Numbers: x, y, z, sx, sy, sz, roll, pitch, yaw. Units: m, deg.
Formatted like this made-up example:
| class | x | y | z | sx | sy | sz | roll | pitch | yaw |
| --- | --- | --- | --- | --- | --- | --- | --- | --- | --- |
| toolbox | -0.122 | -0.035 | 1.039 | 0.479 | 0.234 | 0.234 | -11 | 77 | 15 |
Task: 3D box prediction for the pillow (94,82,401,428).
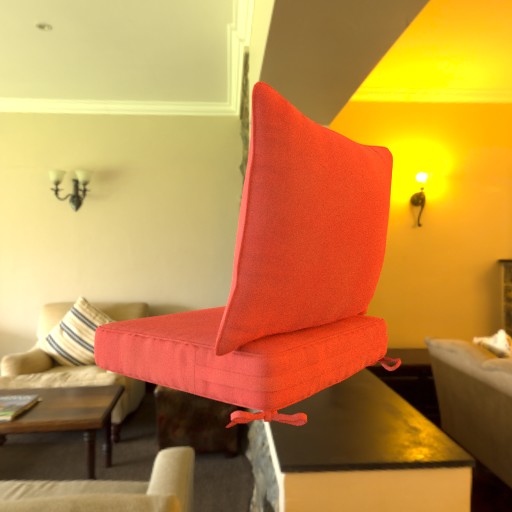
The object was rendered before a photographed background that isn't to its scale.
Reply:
| class | x | y | z | sx | sy | sz | roll | pitch | yaw |
| --- | --- | --- | --- | --- | --- | --- | --- | --- | --- |
| pillow | 0.000 | 0.000 | 1.369 | 0.733 | 0.725 | 0.798 | 0 | 0 | 37 |
